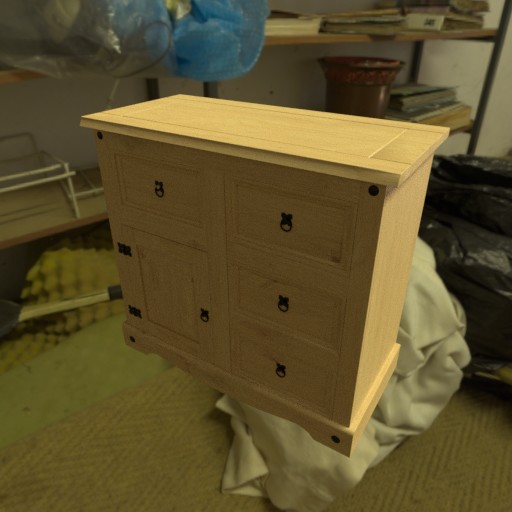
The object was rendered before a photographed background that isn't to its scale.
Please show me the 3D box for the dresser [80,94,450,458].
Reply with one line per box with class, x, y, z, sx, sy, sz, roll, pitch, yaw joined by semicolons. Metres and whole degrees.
dresser;0.000;0.000;1.408;0.915;0.835;0.440;17;34;28
